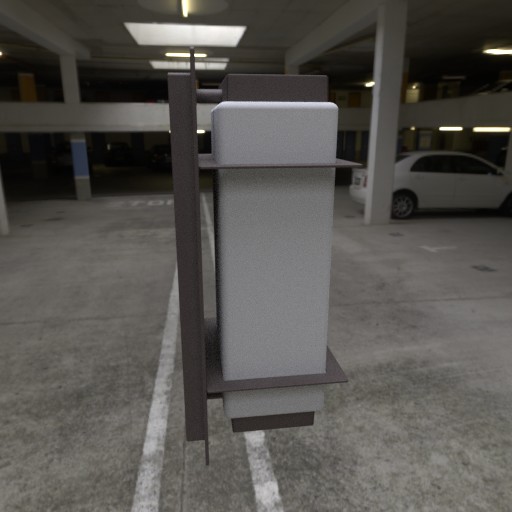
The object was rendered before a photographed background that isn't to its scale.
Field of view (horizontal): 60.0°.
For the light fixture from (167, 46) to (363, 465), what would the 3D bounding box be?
[{"bbox_3d":[0.000,0.000,0.430,0.146,0.347,0.153,-2,16,-8],"label":"light fixture"}]
